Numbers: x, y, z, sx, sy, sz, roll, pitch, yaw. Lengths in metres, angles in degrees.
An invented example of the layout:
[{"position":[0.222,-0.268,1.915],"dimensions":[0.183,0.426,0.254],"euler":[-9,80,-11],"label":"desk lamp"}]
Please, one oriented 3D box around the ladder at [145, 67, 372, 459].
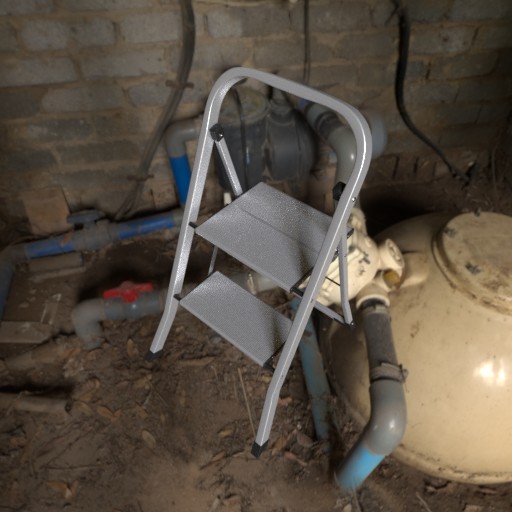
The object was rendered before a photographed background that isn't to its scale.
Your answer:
[{"position":[0.000,0.000,1.124],"dimensions":[0.465,0.830,0.530],"euler":[32,54,27],"label":"ladder"}]
